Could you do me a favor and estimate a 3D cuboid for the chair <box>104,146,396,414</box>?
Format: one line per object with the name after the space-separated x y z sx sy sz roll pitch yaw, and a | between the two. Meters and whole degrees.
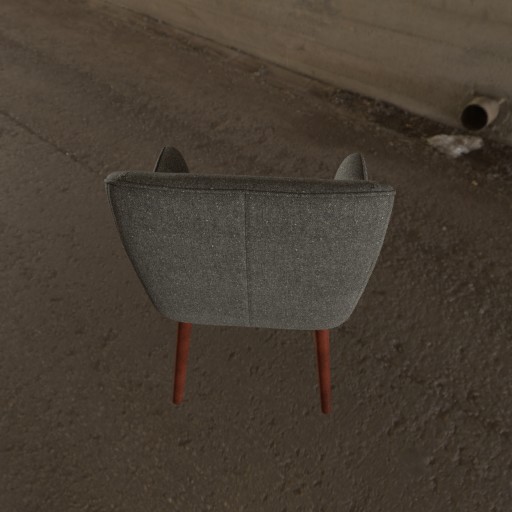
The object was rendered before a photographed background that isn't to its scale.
0.000 0.000 1.126 0.543 0.803 0.519 3 46 3 | chair
